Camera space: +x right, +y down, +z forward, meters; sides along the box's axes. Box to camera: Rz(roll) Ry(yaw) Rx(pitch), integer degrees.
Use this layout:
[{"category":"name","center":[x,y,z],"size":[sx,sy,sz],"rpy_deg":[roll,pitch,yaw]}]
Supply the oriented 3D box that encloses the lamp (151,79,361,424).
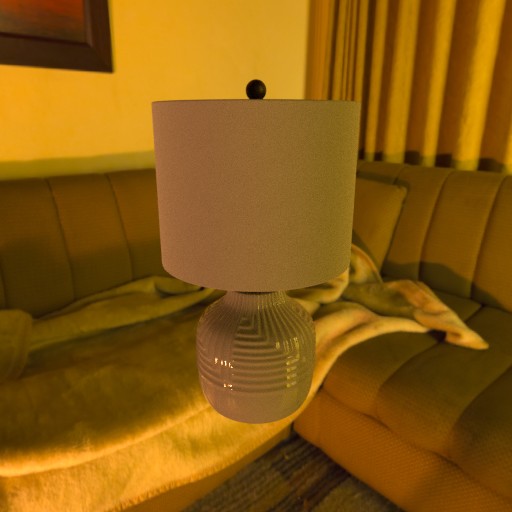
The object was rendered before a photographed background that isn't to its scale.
[{"category":"lamp","center":[0.000,0.000,0.764],"size":[0.318,0.567,0.318],"rpy_deg":[0,18,0]}]
